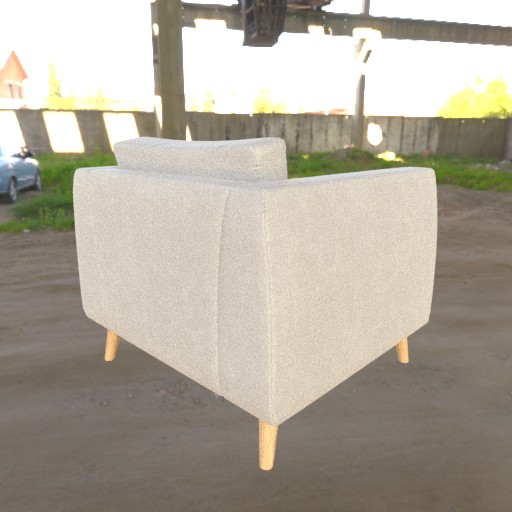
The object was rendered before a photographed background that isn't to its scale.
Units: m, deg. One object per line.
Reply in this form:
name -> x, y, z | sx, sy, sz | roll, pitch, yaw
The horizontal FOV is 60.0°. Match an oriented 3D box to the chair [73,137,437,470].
chair -> 0.000, 0.000, 1.655 | 1.000, 0.860, 0.930 | 14, 21, 42
